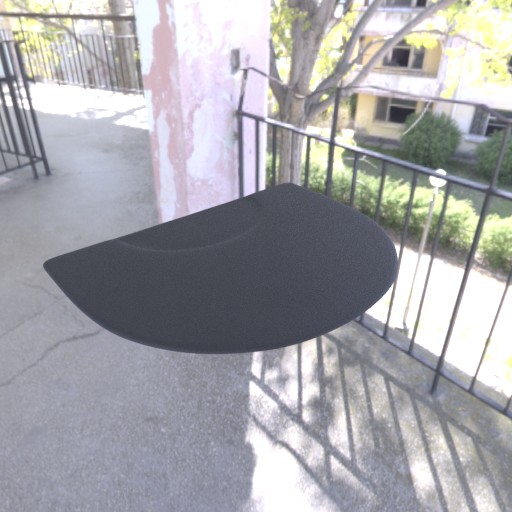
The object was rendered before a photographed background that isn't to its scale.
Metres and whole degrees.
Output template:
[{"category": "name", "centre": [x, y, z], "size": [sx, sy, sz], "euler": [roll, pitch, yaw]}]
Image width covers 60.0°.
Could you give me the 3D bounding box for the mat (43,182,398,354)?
[{"category": "mat", "centre": [0.000, 0.000, 1.597], "size": [1.220, 0.016, 0.917], "euler": [-23, 37, -34]}]
